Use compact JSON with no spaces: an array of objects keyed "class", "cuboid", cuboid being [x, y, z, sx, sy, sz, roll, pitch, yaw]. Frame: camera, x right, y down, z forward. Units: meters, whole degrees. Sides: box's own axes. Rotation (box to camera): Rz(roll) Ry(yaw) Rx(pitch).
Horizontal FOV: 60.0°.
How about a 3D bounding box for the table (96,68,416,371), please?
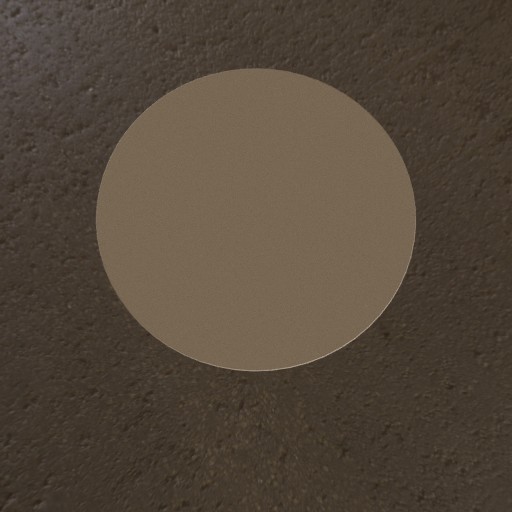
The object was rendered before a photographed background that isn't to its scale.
[{"class":"table","cuboid":[0.000,0.000,0.840,0.418,0.532,0.418,15,76,4]}]
